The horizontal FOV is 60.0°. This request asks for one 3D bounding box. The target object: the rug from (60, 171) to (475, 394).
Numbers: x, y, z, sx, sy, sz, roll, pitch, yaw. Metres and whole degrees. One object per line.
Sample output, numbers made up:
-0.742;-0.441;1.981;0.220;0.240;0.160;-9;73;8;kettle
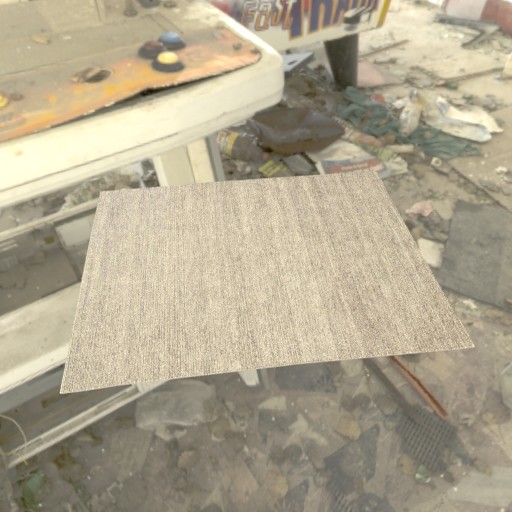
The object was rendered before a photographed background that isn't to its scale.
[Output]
0.000;0.000;4.212;3.202;0.045;2.434;-5;46;-5;rug
